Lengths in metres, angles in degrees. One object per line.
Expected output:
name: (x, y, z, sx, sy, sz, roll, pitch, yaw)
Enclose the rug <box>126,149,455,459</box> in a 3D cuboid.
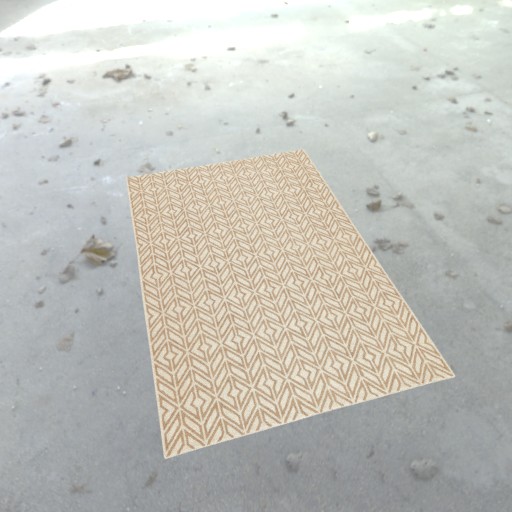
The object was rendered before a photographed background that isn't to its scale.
rug: (0.000, 0.000, 2.359, 1.220, 0.007, 1.828, -11, 46, -11)
